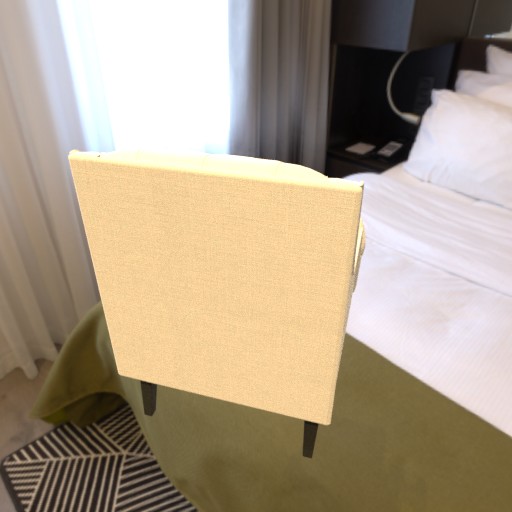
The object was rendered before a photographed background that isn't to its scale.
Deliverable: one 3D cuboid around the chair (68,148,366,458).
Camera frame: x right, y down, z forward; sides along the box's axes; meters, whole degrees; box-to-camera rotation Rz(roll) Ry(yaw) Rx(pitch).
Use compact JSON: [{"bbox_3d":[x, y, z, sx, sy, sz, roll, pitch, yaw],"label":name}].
[{"bbox_3d":[0.000,0.000,1.418,0.658,0.891,0.772,9,33,14],"label":"chair"}]
